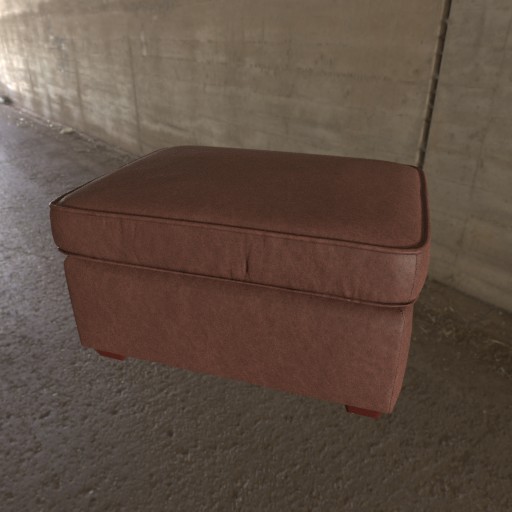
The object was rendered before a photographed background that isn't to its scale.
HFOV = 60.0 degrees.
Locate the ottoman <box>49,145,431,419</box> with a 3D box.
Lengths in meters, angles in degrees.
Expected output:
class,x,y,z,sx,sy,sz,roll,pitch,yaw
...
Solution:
class,x,y,z,sx,sy,sz,roll,pitch,yaw
ottoman,0.000,0.000,1.084,0.749,0.449,0.548,8,28,16
